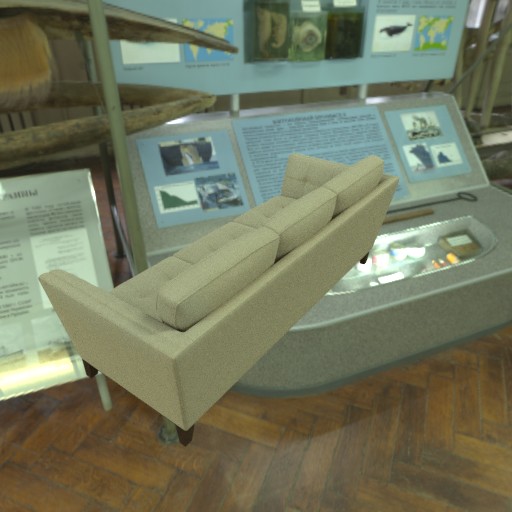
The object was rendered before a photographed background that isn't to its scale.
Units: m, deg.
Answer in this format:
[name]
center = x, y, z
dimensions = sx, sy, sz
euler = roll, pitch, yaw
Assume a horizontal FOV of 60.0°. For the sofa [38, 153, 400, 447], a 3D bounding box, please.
[sofa]
center = 0.000, 0.000, 2.936
dimensions = 0.965, 0.940, 2.388
euler = 21, 37, 30
